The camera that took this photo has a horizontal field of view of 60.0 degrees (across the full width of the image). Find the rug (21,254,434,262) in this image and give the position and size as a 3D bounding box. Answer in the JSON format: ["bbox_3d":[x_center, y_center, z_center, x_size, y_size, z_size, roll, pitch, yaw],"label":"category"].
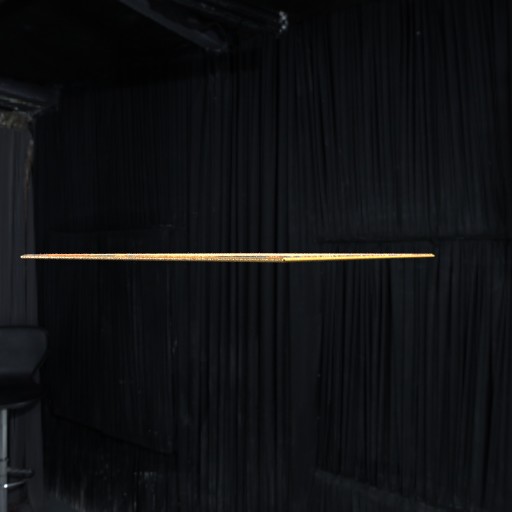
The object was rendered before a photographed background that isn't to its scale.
[{"bbox_3d":[0.000,0.000,4.067,2.435,0.031,3.040,0,1,35],"label":"rug"}]
